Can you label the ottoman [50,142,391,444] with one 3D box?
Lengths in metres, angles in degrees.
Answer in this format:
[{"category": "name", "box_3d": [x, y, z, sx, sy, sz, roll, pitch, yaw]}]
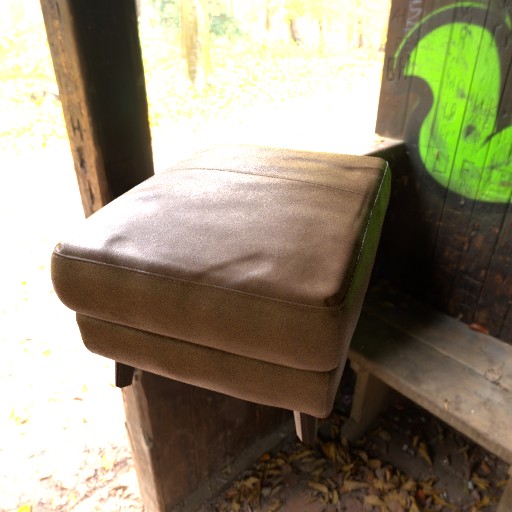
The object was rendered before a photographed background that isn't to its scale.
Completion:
[{"category": "ottoman", "box_3d": [0.000, 0.000, 1.206, 0.630, 0.461, 0.869, 10, 31, 17]}]
